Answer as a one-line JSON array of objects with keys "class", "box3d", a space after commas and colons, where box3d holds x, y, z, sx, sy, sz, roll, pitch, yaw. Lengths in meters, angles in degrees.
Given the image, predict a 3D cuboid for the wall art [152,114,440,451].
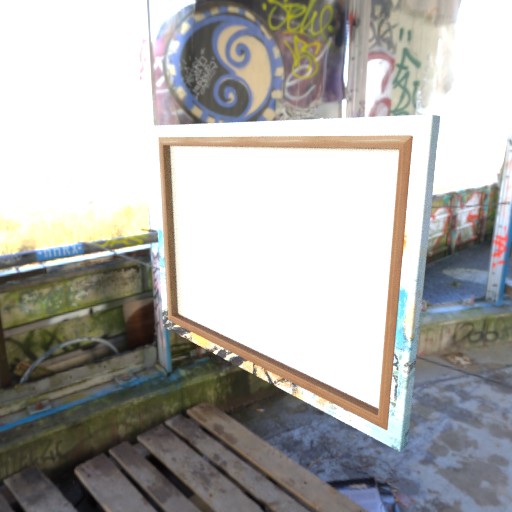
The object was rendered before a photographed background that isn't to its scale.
[{"class": "wall art", "box3d": [0.000, 0.000, 1.314, 0.038, 0.762, 1.016, -14, 20, -42]}]
